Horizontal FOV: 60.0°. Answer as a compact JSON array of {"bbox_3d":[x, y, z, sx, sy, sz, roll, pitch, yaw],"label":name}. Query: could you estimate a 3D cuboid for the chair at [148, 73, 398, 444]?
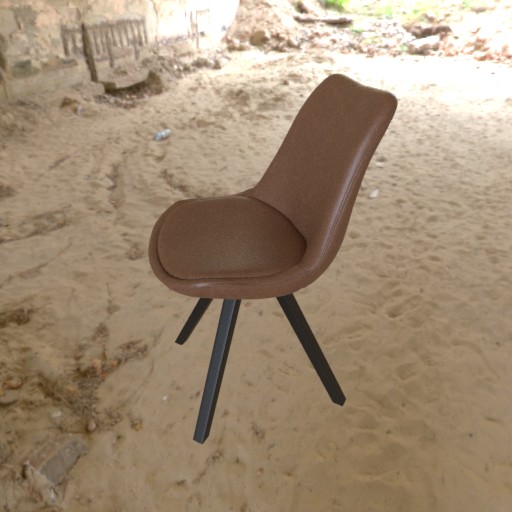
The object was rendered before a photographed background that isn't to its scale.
[{"bbox_3d":[0.000,0.000,1.177,0.550,0.850,0.475,-8,32,-14],"label":"chair"}]
